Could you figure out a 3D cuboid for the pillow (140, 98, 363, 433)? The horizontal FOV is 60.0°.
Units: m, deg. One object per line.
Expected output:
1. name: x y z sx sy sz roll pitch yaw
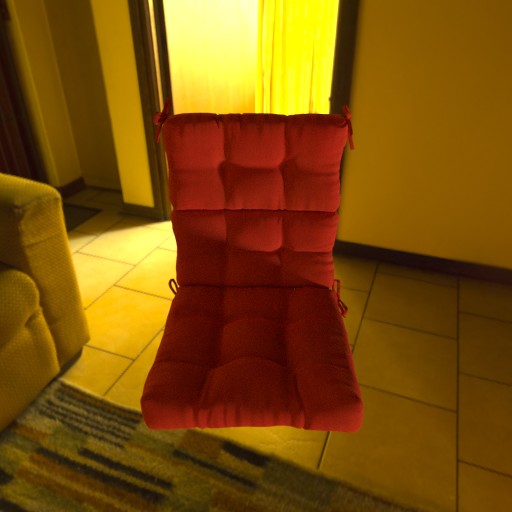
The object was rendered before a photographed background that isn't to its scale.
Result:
1. pillow: 0.000 0.000 1.045 0.519 0.605 0.571 1 32 1
